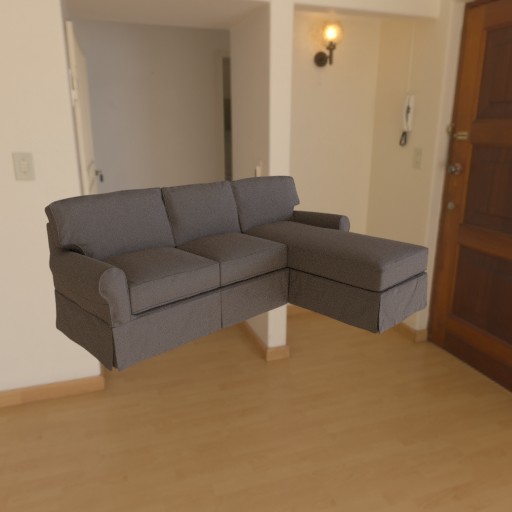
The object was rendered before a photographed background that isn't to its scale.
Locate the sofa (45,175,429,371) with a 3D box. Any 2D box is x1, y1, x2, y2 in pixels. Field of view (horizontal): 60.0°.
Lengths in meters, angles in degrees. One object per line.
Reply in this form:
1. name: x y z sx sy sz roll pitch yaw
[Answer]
1. sofa: 0.000 0.000 3.330 2.475 0.978 1.733 -15 22 -42
